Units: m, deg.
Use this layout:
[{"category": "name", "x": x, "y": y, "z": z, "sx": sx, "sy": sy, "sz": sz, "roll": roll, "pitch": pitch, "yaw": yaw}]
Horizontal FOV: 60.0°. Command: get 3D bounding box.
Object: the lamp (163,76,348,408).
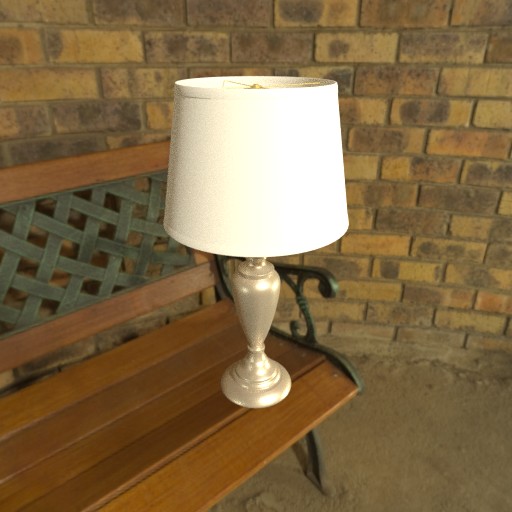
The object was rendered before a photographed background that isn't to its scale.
[{"category": "lamp", "x": 0.000, "y": 0.000, "z": 0.834, "sx": 0.328, "sy": 0.612, "sz": 0.328, "roll": 0, "pitch": 26, "yaw": 0}]
